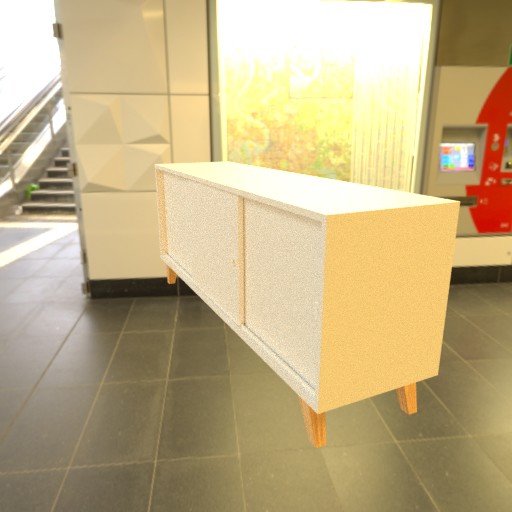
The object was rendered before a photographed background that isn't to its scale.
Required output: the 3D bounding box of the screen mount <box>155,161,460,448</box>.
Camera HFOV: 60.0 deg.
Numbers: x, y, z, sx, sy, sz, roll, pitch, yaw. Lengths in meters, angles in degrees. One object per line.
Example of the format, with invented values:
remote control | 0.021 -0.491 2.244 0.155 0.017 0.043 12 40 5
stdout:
screen mount | 0.000 0.000 1.745 0.400 0.619 1.490 -8 18 -25
